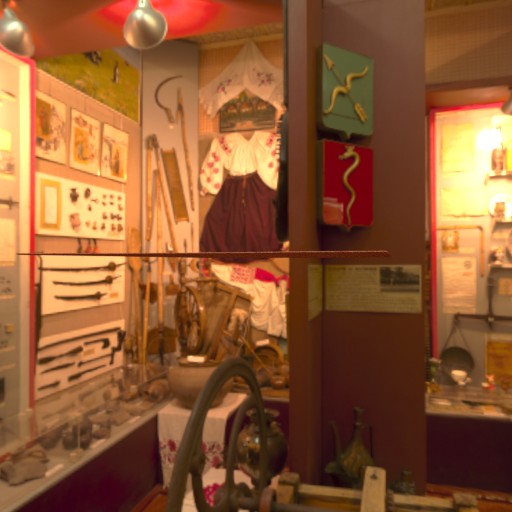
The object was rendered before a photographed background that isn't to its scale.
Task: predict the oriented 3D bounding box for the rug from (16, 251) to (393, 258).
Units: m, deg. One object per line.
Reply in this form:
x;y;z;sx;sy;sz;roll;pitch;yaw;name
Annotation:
0.000;0.000;2.727;1.594;0.009;2.112;0;-1;18;rug
